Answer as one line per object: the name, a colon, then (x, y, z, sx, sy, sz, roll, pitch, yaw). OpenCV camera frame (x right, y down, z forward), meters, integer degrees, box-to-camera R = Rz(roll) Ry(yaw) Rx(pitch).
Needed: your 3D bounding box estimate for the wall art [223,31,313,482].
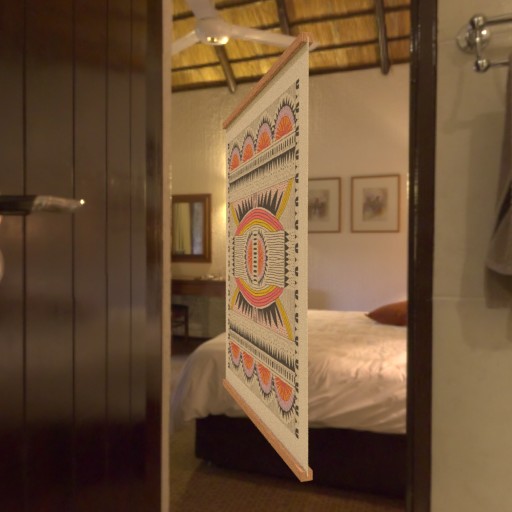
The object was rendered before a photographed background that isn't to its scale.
wall art: (0.000, 0.000, 1.365, 0.028, 1.016, 0.765, 0, 1, -18)
